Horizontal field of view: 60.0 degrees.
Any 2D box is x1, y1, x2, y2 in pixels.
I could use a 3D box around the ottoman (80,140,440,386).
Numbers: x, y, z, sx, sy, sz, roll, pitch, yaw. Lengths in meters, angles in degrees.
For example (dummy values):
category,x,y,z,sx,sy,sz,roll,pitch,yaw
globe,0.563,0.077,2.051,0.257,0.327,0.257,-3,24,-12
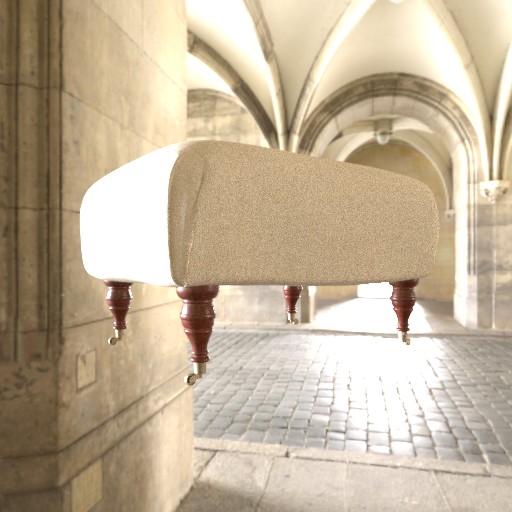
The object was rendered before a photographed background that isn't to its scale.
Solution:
category,x,y,z,sx,sy,sz,roll,pitch,yaw
ottoman,0.000,0.000,1.121,0.747,0.450,0.622,0,0,-35
